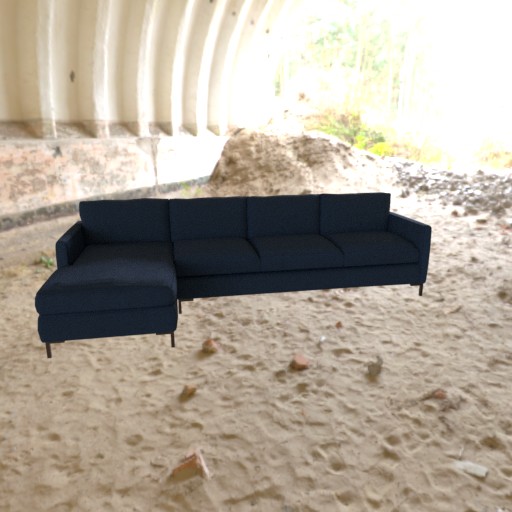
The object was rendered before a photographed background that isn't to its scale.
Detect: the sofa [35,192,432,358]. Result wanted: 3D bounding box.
[{"bbox_3d":[0.000,0.000,2.907,2.450,0.679,1.128,-3,16,-11],"label":"sofa"}]
